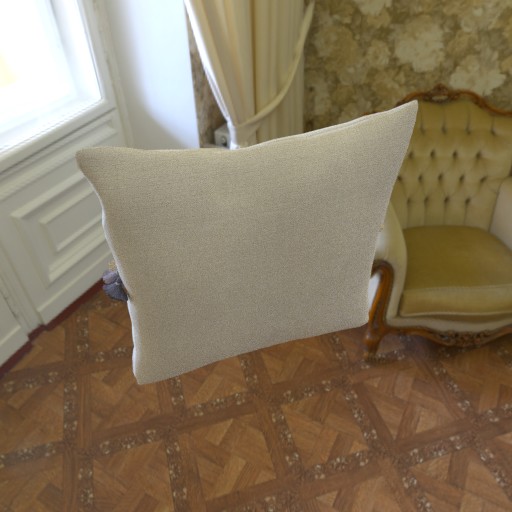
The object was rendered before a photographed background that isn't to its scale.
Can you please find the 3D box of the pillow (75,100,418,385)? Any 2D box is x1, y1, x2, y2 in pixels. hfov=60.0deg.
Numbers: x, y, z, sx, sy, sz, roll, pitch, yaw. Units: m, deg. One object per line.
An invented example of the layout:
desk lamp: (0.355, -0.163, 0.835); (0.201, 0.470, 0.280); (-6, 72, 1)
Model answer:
pillow: (0.000, 0.000, 0.738); (0.489, 0.481, 0.165); (-12, 43, -14)
